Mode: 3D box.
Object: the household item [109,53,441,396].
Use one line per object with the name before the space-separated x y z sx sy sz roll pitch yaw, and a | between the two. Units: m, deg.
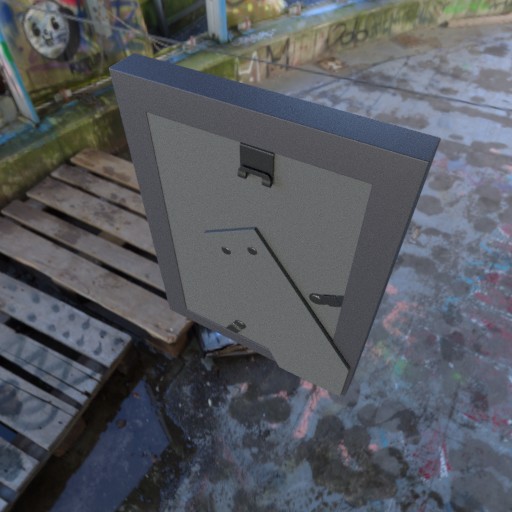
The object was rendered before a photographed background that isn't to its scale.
household item | 0.000 0.000 0.233 0.133 0.178 0.022 23 53 19
